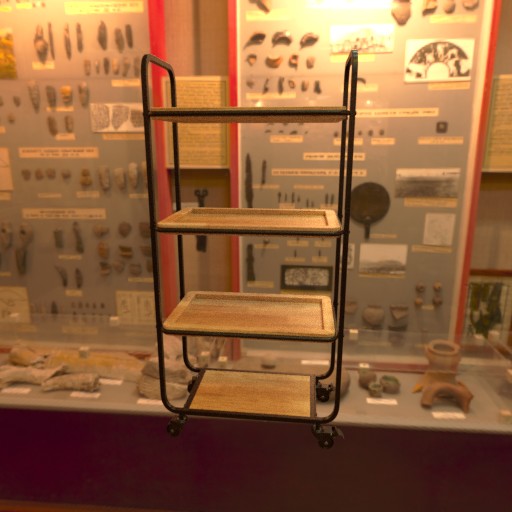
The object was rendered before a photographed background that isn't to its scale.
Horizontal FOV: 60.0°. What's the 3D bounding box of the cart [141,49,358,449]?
[{"bbox_3d":[0.000,0.000,1.303,0.545,1.080,0.321,2,15,6],"label":"cart"}]
